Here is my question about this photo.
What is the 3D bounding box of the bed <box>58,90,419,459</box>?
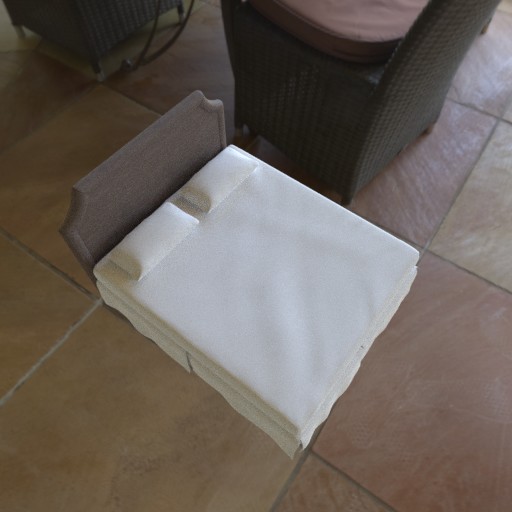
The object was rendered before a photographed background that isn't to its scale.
[{"bbox_3d":[0.000,0.000,4.354,2.773,1.590,2.350,33,64,19],"label":"bed"}]
